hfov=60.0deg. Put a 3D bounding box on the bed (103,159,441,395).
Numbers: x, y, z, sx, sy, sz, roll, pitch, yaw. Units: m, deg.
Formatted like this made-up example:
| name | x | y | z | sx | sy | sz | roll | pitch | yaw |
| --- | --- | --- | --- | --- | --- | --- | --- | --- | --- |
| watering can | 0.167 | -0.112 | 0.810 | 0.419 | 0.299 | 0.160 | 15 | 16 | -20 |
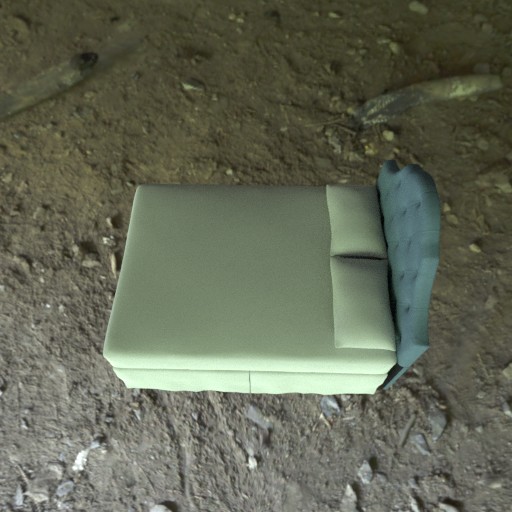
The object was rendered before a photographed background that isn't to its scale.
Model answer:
| name | x | y | z | sx | sy | sz | roll | pitch | yaw |
| --- | --- | --- | --- | --- | --- | --- | --- | --- | --- |
| bed | 0.000 | 0.000 | 3.304 | 2.155 | 1.575 | 1.636 | 1 | 59 | 1 |
